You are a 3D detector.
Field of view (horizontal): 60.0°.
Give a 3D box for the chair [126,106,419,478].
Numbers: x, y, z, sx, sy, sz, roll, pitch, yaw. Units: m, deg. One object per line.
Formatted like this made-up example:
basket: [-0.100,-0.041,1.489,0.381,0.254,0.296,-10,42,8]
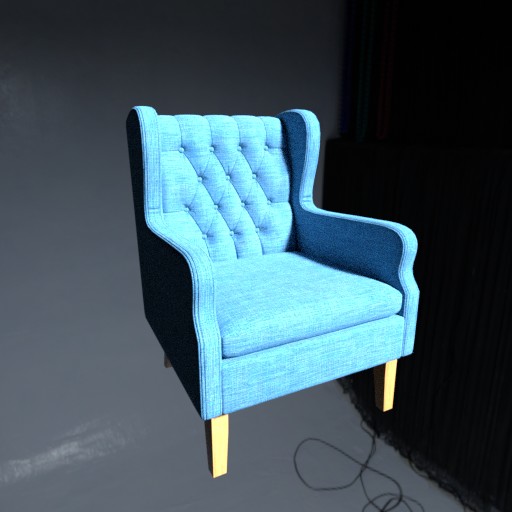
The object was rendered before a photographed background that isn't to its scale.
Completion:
chair: [0.000,0.000,1.480,0.711,0.952,0.775,-9,18,-27]
